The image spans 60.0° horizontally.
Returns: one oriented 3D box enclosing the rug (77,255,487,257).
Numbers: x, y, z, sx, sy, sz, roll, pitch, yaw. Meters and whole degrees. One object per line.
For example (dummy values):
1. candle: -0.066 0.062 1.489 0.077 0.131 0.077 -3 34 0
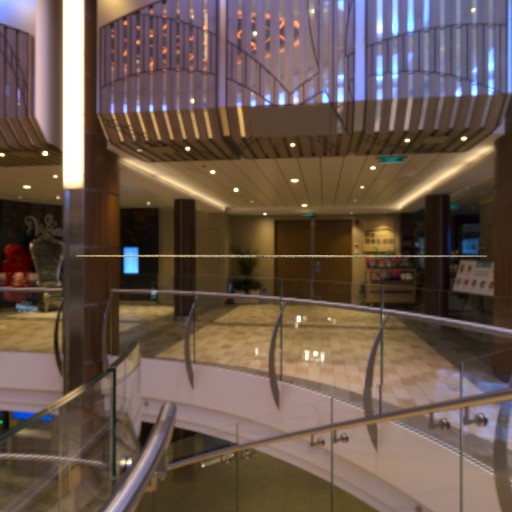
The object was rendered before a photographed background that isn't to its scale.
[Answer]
1. rug: 0.000 0.000 4.251 2.437 0.014 3.201 0 0 -37
